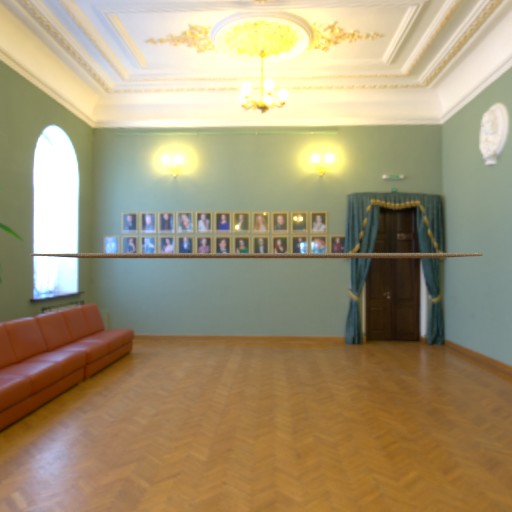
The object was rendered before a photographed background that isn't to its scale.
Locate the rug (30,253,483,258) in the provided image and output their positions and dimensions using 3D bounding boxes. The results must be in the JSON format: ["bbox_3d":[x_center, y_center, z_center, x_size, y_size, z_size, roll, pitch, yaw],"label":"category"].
[{"bbox_3d":[0.000,0.000,2.562,2.276,0.014,0.678,0,-1,0],"label":"rug"}]
